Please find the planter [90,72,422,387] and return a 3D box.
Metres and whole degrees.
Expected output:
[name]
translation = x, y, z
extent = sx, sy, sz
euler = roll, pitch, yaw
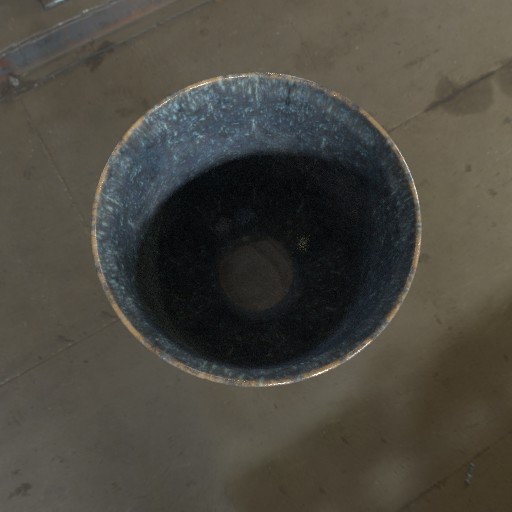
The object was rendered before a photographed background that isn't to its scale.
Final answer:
[planter]
translation = 0.000, 0.000, 0.486
extent = 0.266, 0.270, 0.266
euler = 0, 76, 0
